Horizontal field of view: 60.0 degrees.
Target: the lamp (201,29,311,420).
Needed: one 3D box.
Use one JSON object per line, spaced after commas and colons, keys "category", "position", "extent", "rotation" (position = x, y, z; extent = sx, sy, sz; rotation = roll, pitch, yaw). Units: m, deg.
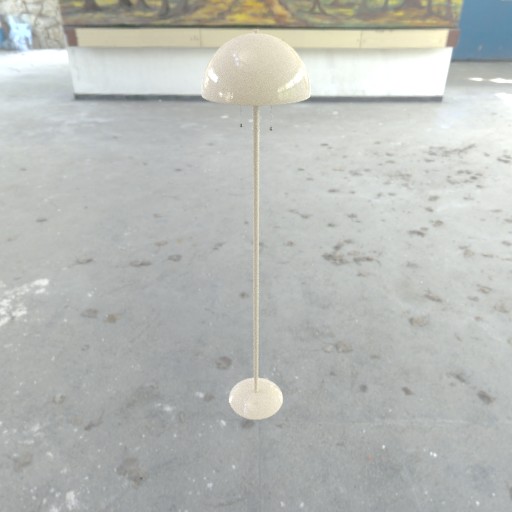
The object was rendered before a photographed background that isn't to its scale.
{"category": "lamp", "position": [0.000, 0.000, 1.624], "extent": [0.328, 1.480, 0.328], "rotation": [0, 30, 1]}
